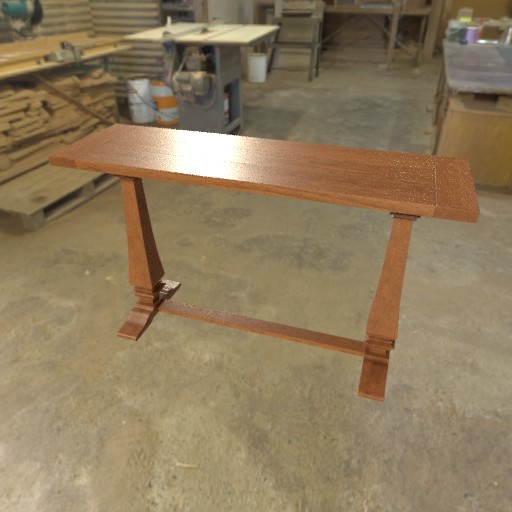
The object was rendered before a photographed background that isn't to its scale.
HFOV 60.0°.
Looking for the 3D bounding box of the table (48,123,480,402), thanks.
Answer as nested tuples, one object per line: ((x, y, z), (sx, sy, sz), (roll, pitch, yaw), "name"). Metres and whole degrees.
((0.000, 0.000, 1.852), (1.478, 0.852, 0.461), (10, 34, 15), "table")
